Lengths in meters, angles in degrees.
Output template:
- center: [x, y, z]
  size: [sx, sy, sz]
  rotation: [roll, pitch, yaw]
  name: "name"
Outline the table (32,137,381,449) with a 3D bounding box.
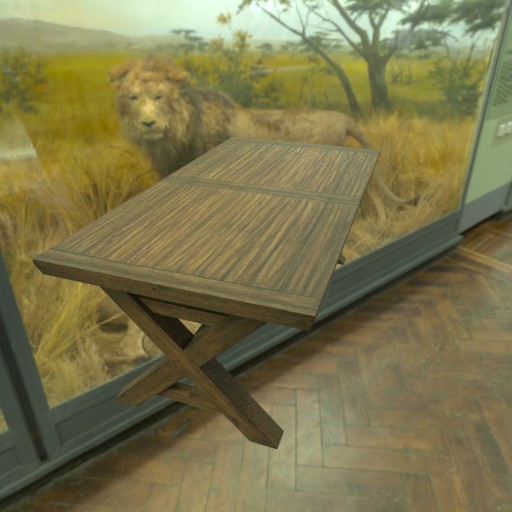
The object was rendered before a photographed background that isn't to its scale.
- center: [0.000, 0.000, 2.493]
  size: [1.071, 0.793, 1.966]
  rotation: [10, 30, 17]
  name: "table"
